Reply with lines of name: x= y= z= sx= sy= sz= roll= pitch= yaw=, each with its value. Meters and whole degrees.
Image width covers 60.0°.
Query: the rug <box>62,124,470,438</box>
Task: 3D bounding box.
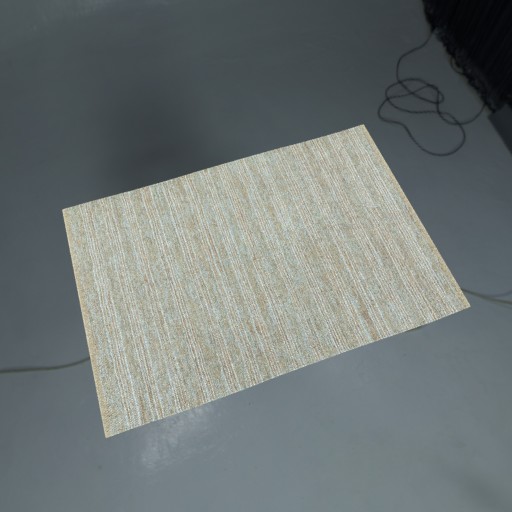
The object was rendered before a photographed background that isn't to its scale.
rug: x=0.000 y=0.000 z=2.318 sx=1.824 sy=0.010 sz=1.240 roll=-18 pitch=66 yaw=-8
